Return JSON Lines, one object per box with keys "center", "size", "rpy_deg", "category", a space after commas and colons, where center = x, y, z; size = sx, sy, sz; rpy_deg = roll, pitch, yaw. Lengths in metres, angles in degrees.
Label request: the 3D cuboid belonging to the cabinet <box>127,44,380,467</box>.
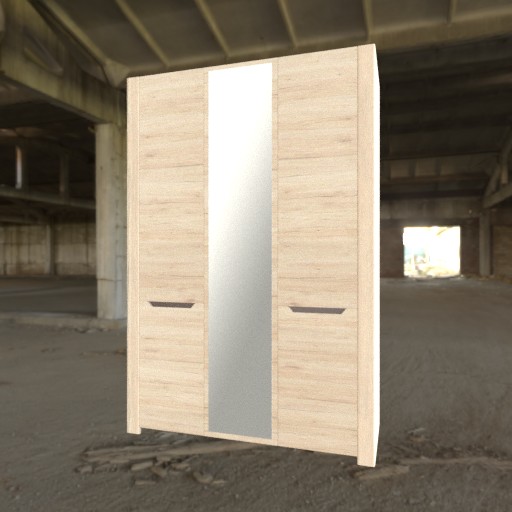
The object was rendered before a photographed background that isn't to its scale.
{"center": [0.000, 0.000, 2.646], "size": [1.400, 2.070, 0.580], "rpy_deg": [0, 0, 18], "category": "cabinet"}
